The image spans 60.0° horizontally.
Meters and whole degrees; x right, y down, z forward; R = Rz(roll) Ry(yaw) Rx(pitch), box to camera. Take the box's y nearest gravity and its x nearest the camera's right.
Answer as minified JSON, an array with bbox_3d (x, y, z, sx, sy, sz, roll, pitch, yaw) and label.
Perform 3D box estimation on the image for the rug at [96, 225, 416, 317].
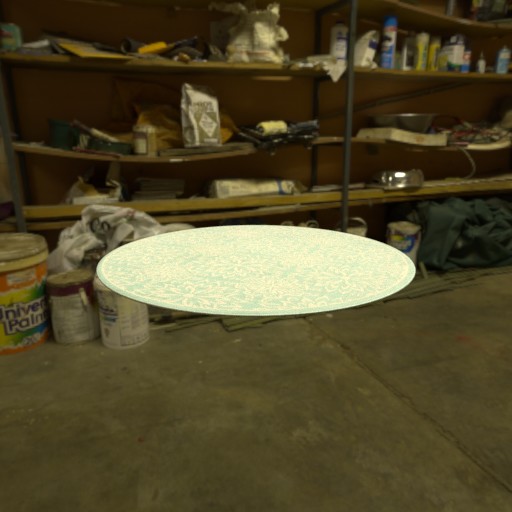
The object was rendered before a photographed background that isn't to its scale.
[{"bbox_3d":[0.000,0.000,2.340,1.593,0.012,1.593,0,16,0],"label":"rug"}]
